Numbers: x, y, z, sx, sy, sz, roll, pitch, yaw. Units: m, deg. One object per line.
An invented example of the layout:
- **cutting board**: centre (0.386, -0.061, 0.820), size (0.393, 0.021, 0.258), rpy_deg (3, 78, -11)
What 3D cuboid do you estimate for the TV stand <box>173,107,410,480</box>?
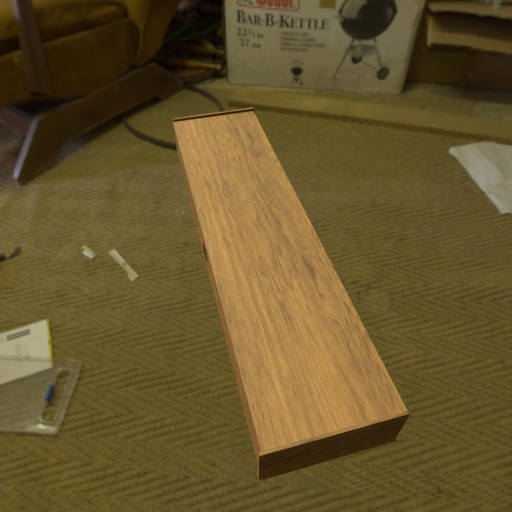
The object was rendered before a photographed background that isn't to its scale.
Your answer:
- **TV stand**: centre (0.000, 0.000, 1.983), size (0.467, 0.415, 1.796), rpy_deg (-11, 48, -10)
